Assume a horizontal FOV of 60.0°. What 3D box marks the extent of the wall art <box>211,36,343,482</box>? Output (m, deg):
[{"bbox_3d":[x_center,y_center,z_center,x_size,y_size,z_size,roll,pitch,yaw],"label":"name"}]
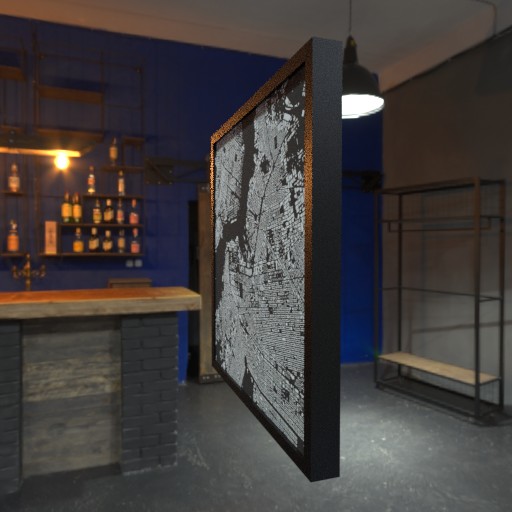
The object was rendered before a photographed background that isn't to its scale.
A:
[{"bbox_3d":[0.000,0.000,0.748,0.038,0.506,0.506,-1,2,-19],"label":"wall art"}]
